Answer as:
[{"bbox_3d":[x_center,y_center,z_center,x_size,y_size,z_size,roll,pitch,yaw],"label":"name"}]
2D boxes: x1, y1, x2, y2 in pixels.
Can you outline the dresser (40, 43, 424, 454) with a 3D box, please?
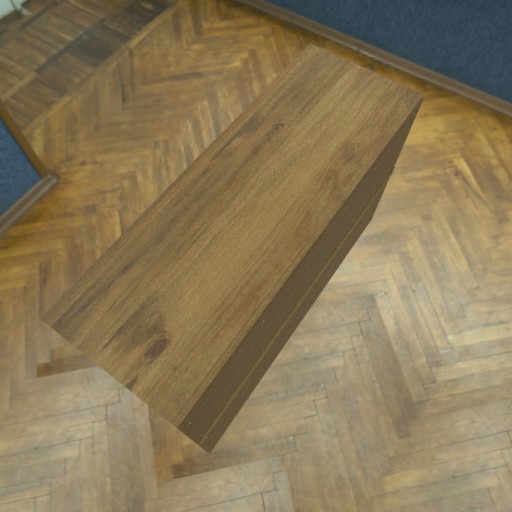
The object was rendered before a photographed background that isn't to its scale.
[{"bbox_3d":[0.000,0.000,1.641,0.479,0.825,1.261,32,67,16],"label":"dresser"}]
